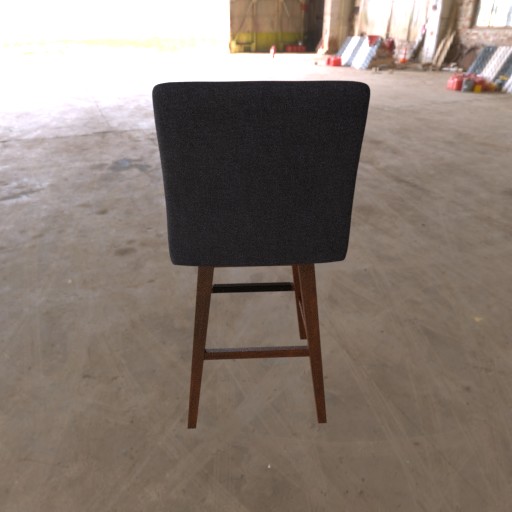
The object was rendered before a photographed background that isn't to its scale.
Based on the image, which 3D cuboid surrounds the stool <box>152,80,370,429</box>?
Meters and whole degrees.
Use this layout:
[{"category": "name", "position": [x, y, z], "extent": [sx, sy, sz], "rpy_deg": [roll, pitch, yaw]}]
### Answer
[{"category": "stool", "position": [0.000, 0.000, 1.357], "extent": [0.489, 1.068, 0.572], "rpy_deg": [-1, 29, -3]}]
